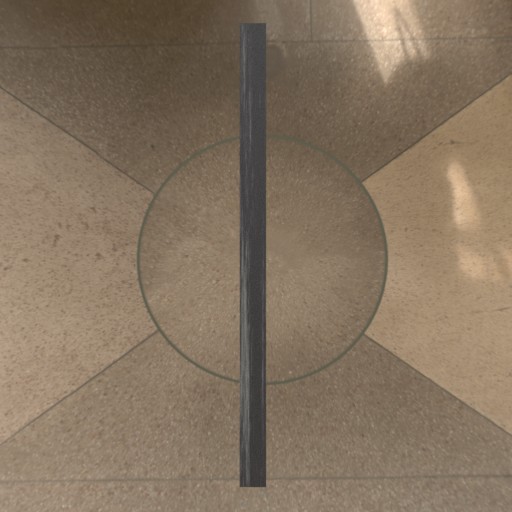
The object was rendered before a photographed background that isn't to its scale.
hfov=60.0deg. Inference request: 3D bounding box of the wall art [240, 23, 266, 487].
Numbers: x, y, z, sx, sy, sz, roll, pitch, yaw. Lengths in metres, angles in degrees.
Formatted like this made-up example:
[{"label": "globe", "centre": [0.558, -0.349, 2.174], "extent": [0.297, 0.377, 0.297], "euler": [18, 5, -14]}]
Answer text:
[{"label": "wall art", "centre": [0.000, 0.000, 1.107], "extent": [0.043, 0.758, 0.762], "euler": [0, 90, 1]}]
